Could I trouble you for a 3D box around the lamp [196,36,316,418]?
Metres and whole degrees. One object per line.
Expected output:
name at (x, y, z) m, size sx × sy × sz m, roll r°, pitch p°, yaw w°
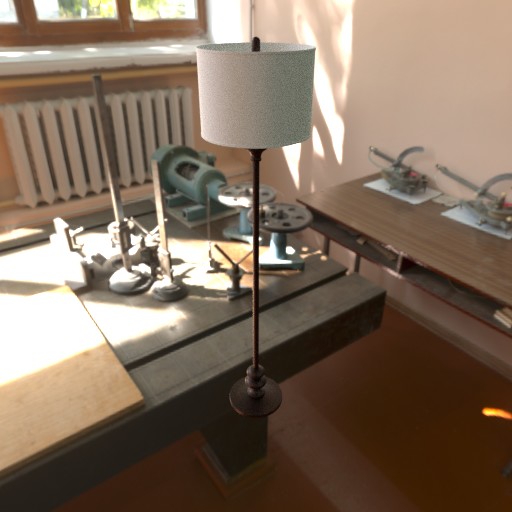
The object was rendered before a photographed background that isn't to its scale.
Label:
lamp at (0.000, 0.000, 1.674) m, size 0.356 × 1.487 × 0.356 m, roll -1°, pitch 29°, yaw -1°
